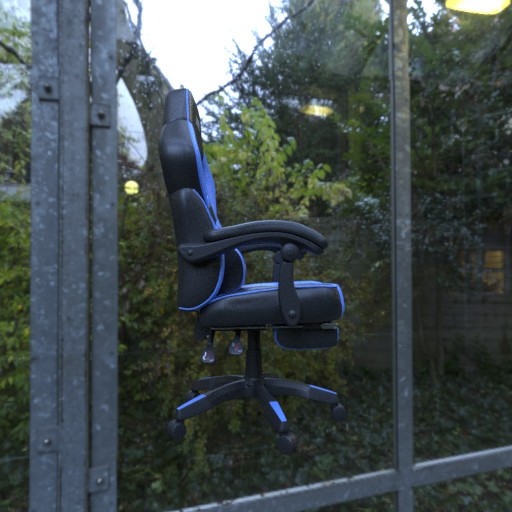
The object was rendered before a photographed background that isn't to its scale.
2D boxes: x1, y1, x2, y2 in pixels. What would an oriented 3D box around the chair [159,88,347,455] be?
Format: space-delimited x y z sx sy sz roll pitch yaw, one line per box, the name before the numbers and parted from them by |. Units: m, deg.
chair | 0.000 0.000 1.758 0.700 1.280 0.700 0 -2 0
